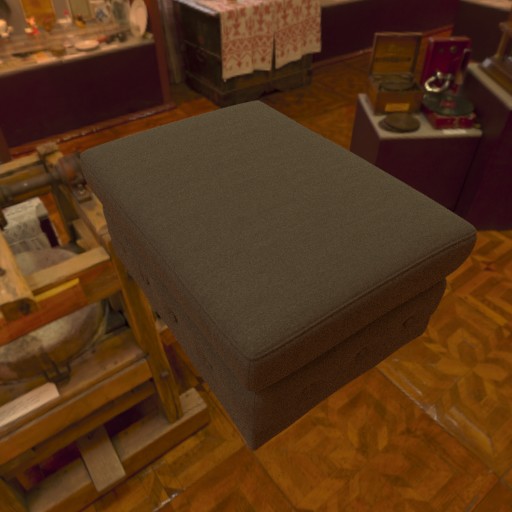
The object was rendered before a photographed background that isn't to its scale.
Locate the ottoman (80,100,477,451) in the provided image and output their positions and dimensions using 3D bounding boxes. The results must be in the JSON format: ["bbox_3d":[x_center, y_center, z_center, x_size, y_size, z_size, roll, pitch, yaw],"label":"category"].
[{"bbox_3d":[0.000,0.000,1.127,0.569,0.500,0.771,-25,48,-25],"label":"ottoman"}]
